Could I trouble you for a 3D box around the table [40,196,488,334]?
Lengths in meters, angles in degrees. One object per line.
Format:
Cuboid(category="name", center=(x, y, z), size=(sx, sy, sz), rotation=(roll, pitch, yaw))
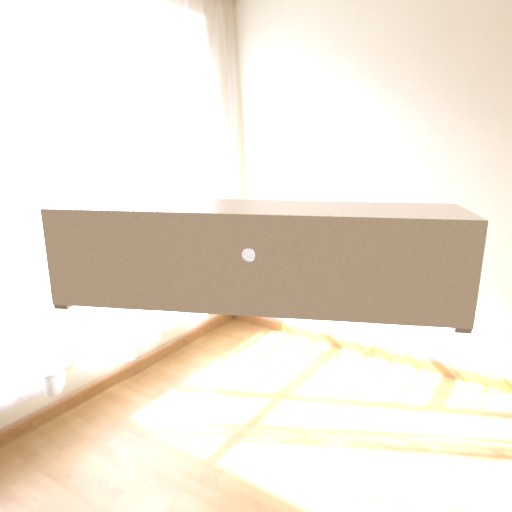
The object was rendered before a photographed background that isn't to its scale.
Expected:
Cuboid(category="table", center=(0.000, 0.000, 1.859), size=(1.650, 0.420, 0.390), rotation=(2, 15, 8))
